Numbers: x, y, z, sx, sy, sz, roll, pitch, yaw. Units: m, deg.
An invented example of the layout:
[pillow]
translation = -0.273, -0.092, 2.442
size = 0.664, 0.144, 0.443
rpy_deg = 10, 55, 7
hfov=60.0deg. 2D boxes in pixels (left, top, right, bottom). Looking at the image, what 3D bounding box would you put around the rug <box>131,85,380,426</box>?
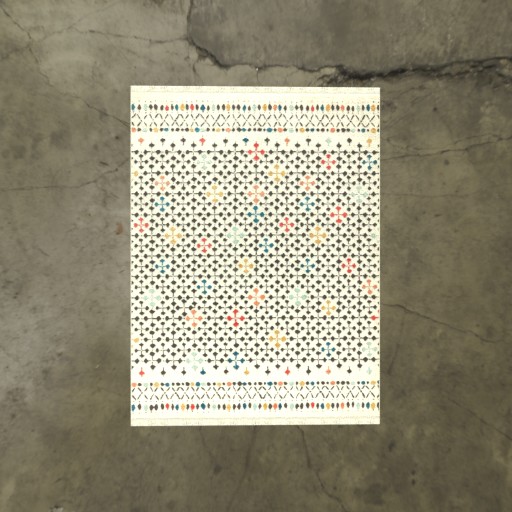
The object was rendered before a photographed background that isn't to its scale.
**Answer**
[rug]
translation = 0.000, 0.000, 2.039
size = 1.146, 0.006, 1.556
rpy_deg = 0, 90, -1
